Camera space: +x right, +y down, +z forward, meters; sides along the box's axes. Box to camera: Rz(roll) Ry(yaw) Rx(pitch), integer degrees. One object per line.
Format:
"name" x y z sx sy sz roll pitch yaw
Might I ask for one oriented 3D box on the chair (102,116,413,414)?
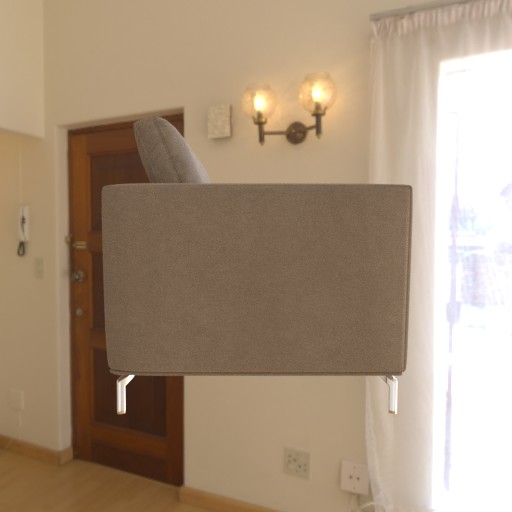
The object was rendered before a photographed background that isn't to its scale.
"chair" 0.000 0.000 1.692 0.889 0.864 1.041 0 2 0
